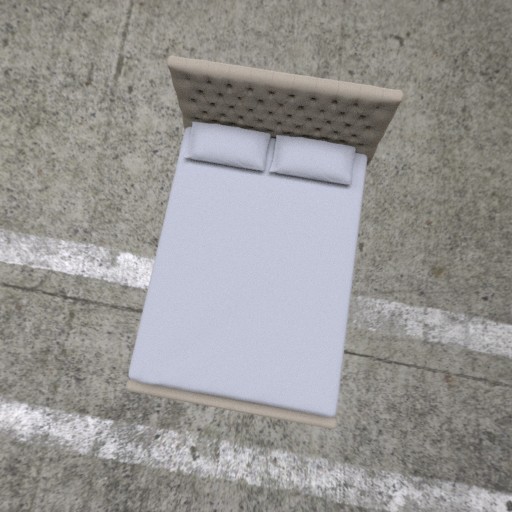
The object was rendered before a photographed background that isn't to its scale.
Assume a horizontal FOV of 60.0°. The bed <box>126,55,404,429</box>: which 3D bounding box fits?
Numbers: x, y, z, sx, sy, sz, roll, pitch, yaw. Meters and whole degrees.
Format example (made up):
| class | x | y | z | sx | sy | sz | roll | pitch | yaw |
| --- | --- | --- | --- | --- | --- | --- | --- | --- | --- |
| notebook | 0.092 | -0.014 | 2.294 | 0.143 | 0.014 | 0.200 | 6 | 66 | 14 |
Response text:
| class | x | y | z | sx | sy | sz | roll | pitch | yaw |
| --- | --- | --- | --- | --- | --- | --- | --- | --- | --- |
| bed | 0.000 | 0.000 | 3.497 | 1.698 | 1.427 | 2.387 | 10 | 75 | 3 |
